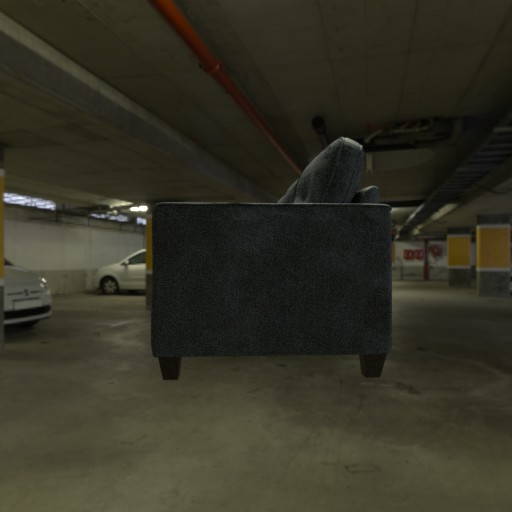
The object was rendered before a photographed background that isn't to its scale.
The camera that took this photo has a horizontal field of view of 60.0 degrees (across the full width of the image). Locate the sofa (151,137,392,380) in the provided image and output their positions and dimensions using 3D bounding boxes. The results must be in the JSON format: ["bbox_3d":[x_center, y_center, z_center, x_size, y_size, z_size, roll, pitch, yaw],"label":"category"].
[{"bbox_3d":[0.000,0.000,2.711,0.939,0.965,2.133,0,-1,-3],"label":"sofa"}]
